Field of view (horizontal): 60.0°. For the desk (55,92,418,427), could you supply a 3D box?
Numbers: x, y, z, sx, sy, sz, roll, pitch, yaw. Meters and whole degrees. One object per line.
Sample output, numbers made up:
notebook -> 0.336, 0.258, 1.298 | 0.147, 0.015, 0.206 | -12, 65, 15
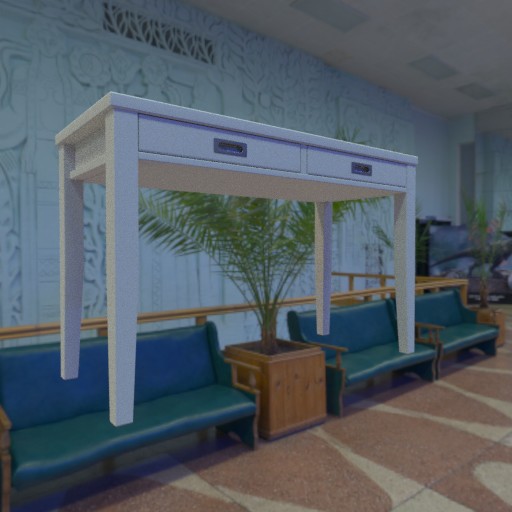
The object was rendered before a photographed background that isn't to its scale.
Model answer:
desk -> 0.000, 0.000, 1.585 | 1.220, 0.775, 0.508 | -1, 2, -37
